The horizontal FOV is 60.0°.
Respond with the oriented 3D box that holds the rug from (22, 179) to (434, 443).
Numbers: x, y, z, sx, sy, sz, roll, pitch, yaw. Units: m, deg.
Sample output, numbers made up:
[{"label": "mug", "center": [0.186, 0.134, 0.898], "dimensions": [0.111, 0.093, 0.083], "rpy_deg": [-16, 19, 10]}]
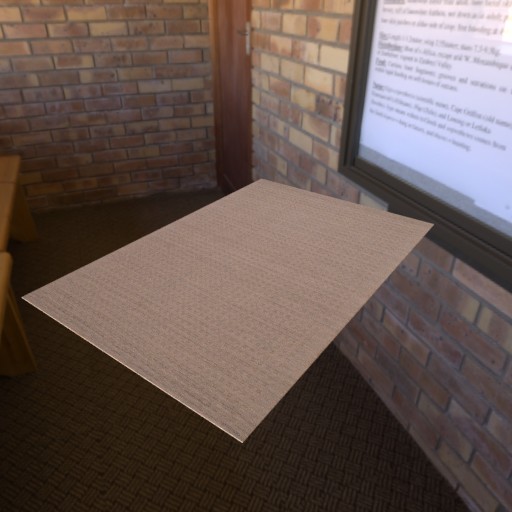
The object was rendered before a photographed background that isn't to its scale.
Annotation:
[{"label": "rug", "center": [0.000, 0.000, 3.630], "dimensions": [1.981, 0.006, 2.895], "rpy_deg": [21, 36, 31]}]
